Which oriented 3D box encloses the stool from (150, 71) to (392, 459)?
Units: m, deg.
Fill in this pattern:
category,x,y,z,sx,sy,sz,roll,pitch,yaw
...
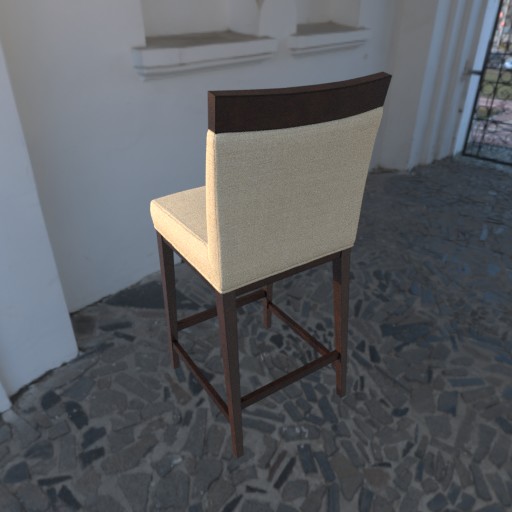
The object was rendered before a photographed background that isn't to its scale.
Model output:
category,x,y,z,sx,sy,sz,roll,pitch,yaw
stool,0.000,0.000,1.431,0.511,1.117,0.531,-18,35,-29
